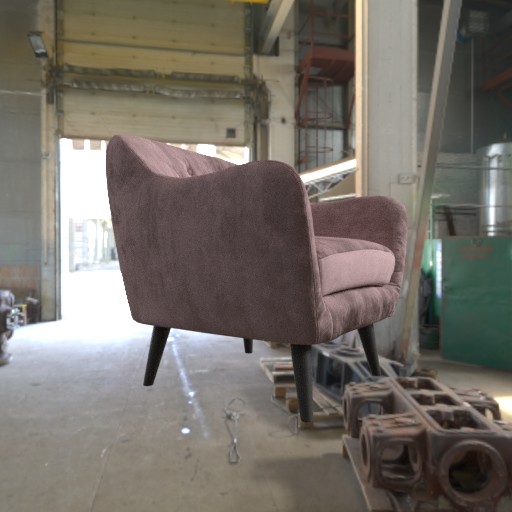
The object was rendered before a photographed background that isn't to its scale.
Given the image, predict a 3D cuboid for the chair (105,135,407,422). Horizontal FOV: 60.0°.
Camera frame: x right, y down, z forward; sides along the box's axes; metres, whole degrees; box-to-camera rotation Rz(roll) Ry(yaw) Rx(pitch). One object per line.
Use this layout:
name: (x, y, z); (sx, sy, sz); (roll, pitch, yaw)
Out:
chair: (0.000, 0.000, 1.506); (0.820, 0.820, 0.840); (0, 1, 35)
